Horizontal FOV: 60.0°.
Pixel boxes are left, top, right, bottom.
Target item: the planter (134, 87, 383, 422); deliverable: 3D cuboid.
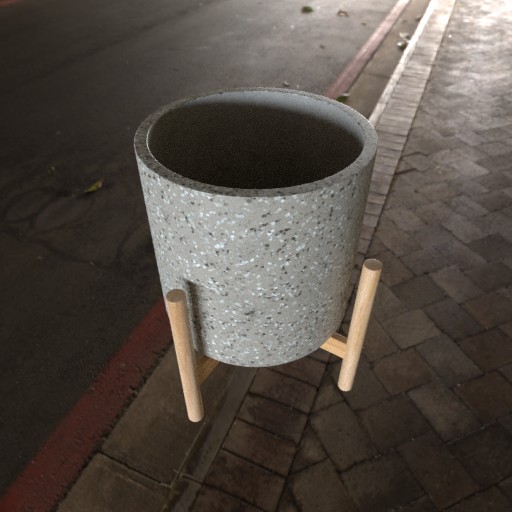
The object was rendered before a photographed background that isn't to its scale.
[{"bbox_3d":[0.000,0.000,0.699,0.360,0.419,0.360,-25,47,-26],"label":"planter"}]
